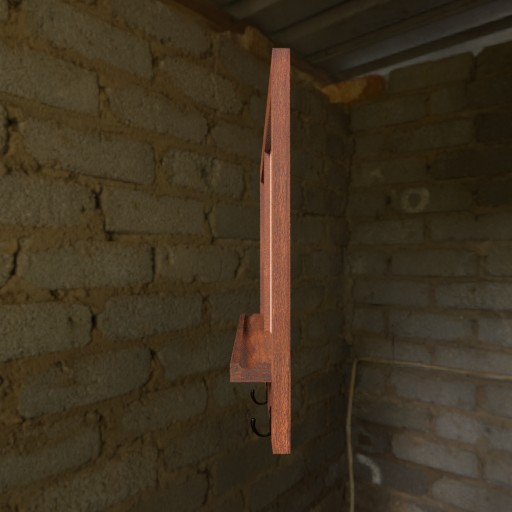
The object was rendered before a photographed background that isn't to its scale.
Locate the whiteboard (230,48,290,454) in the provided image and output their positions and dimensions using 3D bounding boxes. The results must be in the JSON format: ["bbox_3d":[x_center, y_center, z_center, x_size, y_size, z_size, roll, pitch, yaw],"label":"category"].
[{"bbox_3d":[0.000,0.000,0.985,0.083,0.553,0.768,0,-1,-1],"label":"whiteboard"}]
